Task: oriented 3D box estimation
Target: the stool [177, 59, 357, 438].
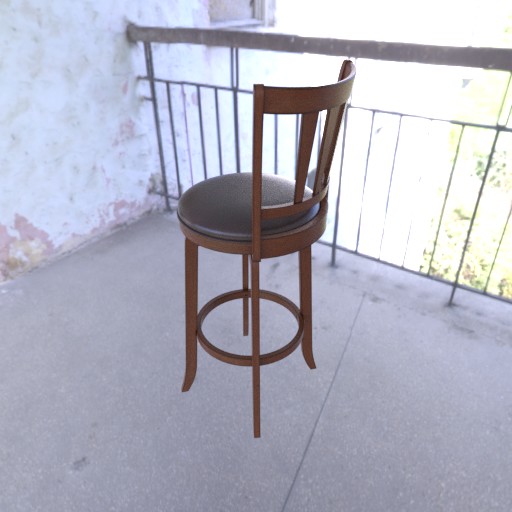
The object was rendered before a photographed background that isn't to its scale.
[{"bbox_3d":[0.000,0.000,1.465,0.503,1.177,0.464,21,37,30],"label":"stool"}]
